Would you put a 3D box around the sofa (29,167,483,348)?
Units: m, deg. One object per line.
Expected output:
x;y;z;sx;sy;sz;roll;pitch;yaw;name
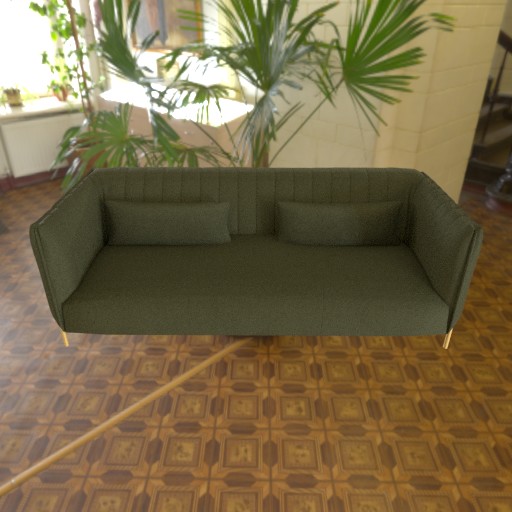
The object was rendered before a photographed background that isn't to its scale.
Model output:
0.000;0.000;2.530;2.137;0.793;0.896;0;29;0;sofa
